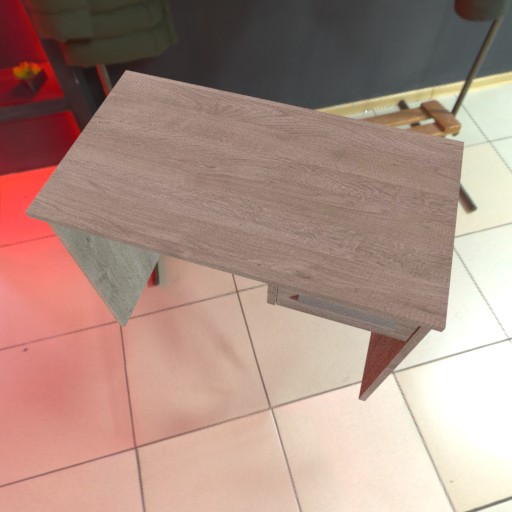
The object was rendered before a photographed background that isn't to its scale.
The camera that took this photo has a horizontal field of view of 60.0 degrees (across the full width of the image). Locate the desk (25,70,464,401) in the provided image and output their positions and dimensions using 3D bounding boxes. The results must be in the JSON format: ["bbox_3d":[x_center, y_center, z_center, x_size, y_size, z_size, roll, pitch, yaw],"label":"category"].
[{"bbox_3d":[0.000,0.000,1.323,0.893,0.724,0.498,15,61,9],"label":"desk"}]
